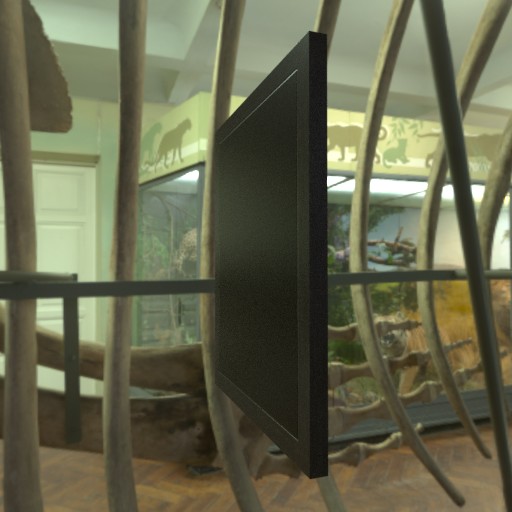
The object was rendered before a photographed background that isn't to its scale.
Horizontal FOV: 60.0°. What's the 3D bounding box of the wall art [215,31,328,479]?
[{"bbox_3d":[0.000,0.000,0.802,0.027,0.580,0.479,0,-1,-20],"label":"wall art"}]
